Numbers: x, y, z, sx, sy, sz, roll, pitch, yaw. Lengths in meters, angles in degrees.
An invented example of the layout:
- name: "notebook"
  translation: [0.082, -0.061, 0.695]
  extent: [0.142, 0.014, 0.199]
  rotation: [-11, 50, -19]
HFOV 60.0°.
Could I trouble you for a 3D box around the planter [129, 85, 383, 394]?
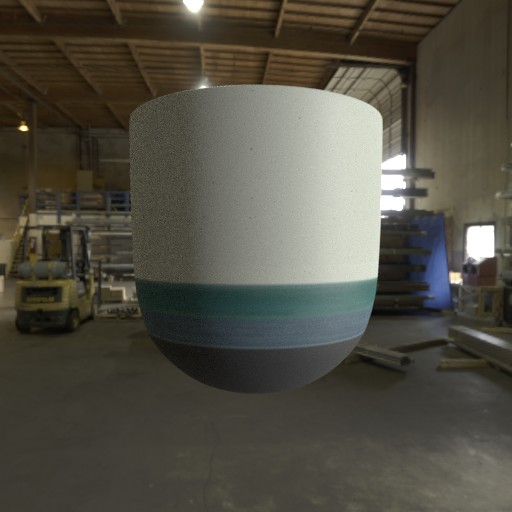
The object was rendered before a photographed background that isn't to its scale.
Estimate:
- name: "planter"
  translation: [0.000, 0.000, 0.373]
  extent: [0.204, 0.214, 0.204]
  rotation: [0, 1, 0]
